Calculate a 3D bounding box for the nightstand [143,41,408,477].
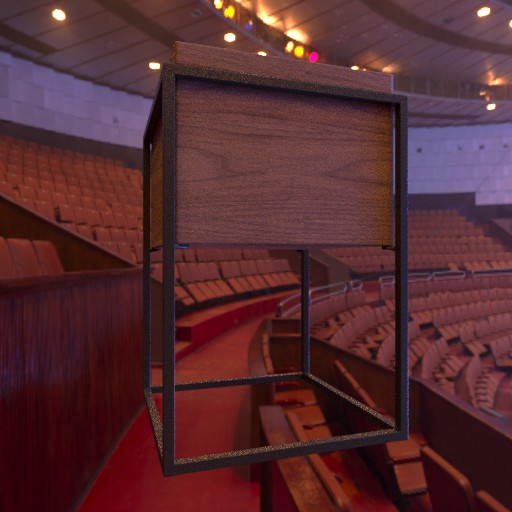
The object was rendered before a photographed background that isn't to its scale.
[{"bbox_3d":[0.000,0.000,0.856,0.397,0.607,0.397,0,0,-18],"label":"nightstand"}]
